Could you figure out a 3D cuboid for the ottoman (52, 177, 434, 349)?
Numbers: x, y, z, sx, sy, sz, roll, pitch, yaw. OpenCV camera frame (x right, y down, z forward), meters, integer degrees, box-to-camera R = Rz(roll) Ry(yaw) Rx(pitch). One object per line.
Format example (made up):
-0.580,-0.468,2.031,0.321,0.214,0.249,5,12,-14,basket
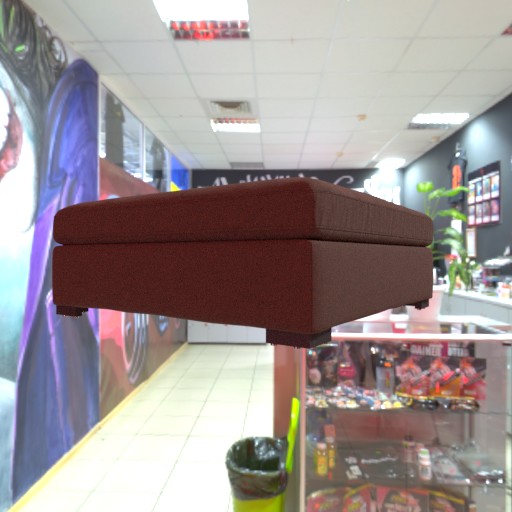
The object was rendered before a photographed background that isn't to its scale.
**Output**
0.000,0.000,1.874,1.181,0.470,1.181,0,0,35,ottoman
